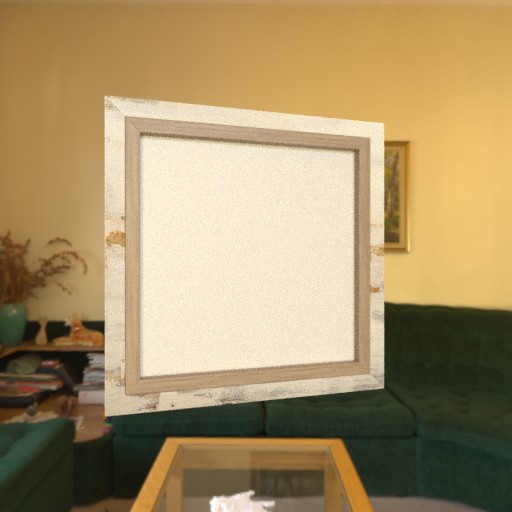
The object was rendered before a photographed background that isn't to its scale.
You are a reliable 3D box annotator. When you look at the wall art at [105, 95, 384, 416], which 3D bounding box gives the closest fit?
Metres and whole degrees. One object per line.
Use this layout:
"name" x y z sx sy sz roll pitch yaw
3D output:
"wall art" 0.000 0.000 1.168 0.753 0.755 0.038 0 0 -17
